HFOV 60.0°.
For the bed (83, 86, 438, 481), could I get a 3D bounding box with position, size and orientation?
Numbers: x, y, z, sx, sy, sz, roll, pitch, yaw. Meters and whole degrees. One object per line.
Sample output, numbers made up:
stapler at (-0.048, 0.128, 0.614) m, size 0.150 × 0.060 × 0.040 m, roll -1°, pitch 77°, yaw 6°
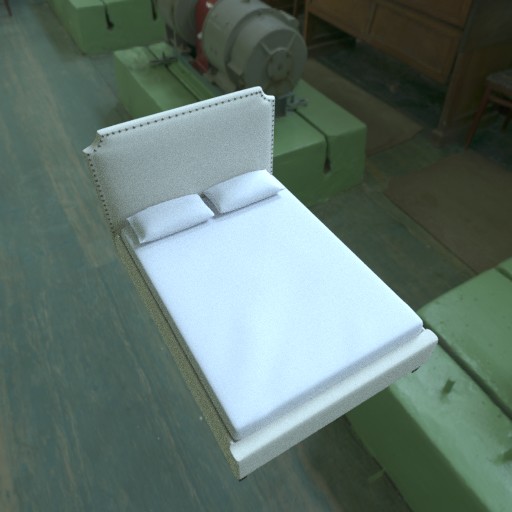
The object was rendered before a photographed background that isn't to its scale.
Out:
bed at (0.000, 0.000, 3.415) m, size 1.712 × 1.443 × 2.372 m, roll -23°, pitch 51°, yaw -21°
